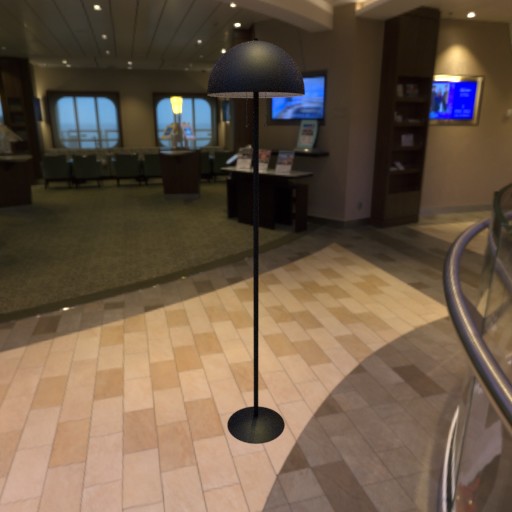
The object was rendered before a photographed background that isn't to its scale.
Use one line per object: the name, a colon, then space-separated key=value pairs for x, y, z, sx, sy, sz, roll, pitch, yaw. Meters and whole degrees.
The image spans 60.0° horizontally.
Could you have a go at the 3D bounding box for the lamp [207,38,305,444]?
lamp: x=0.000 y=0.000 z=1.657 sx=0.328 sy=1.480 sz=0.328 roll=9 pitch=19 yaw=27
